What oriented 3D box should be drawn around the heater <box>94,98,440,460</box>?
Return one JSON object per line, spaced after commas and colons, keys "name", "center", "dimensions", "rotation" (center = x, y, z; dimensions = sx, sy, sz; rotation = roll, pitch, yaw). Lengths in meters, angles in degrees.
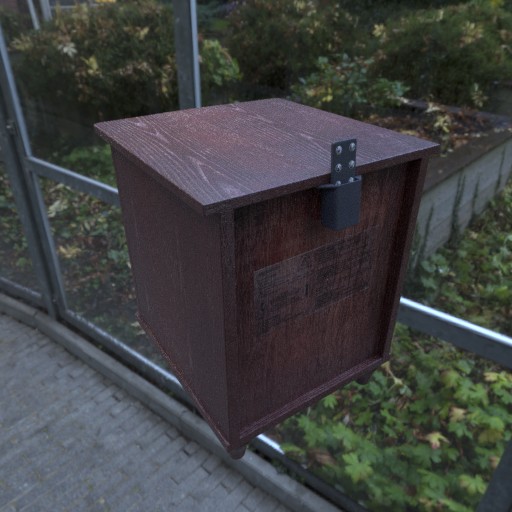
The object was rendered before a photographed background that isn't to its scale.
{"name": "heater", "center": [0.000, 0.000, 0.748], "dimensions": [0.362, 0.481, 0.400], "rotation": [-19, 36, -28]}
